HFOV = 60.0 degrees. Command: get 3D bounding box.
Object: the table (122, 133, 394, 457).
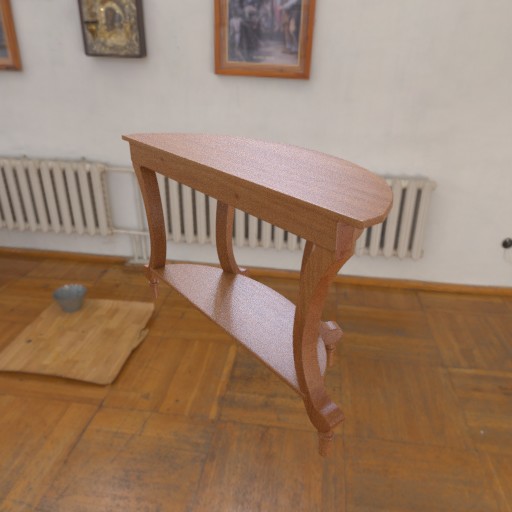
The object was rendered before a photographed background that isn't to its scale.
[{"bbox_3d":[0.000,0.000,1.522,0.394,0.692,1.198,-17,30,-33],"label":"table"}]
